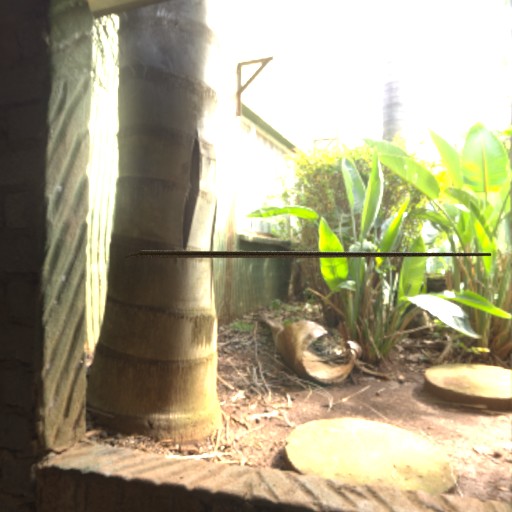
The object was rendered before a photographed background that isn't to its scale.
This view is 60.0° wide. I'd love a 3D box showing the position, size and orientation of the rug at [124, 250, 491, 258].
[{"bbox_3d":[0.000,0.000,2.759,1.526,0.015,2.132,0,-1,-18],"label":"rug"}]
